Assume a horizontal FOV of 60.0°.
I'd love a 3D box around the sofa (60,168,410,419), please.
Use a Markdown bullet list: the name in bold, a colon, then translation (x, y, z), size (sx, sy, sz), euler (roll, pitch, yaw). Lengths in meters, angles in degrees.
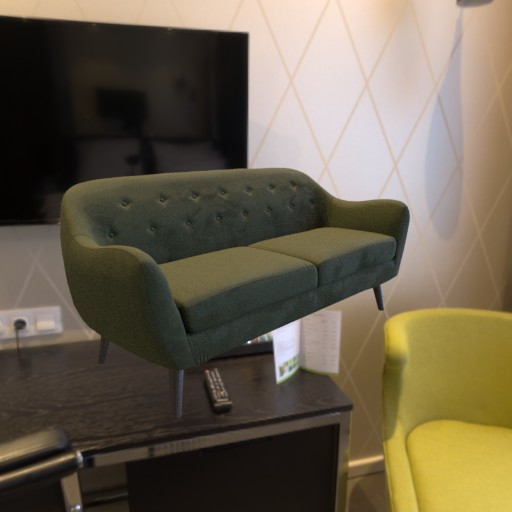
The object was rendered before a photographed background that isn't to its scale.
- **sofa**: translation (0.000, 0.000, 2.294), size (0.820, 0.836, 1.840), euler (14, 20, 43)
